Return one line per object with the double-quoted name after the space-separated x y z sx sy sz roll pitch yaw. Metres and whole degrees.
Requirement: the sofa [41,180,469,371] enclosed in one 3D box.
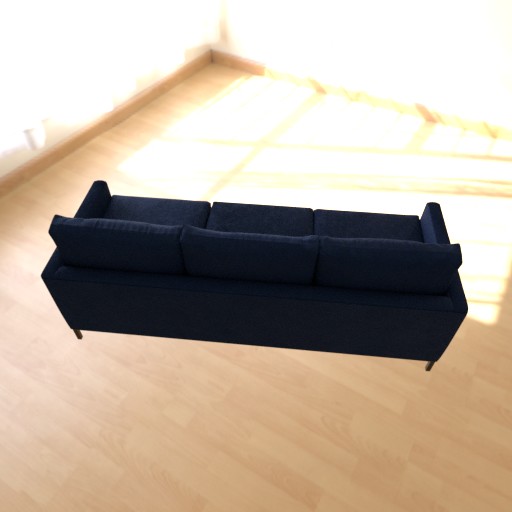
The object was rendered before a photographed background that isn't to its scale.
0.000 0.000 2.696 2.252 0.879 0.875 4 47 4 "sofa"
